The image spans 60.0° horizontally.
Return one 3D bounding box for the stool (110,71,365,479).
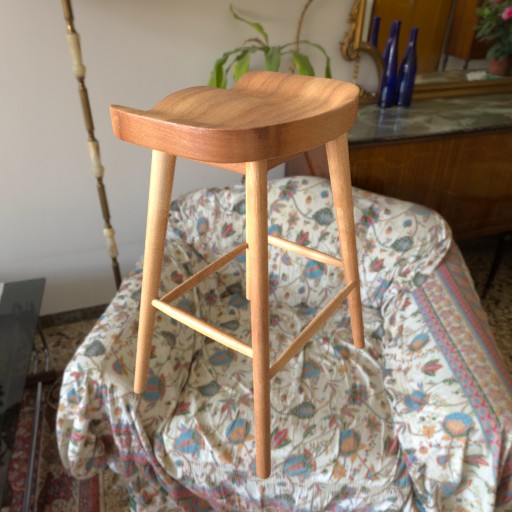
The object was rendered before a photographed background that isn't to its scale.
[{"bbox_3d":[0.000,0.000,0.880,0.361,0.615,0.440,21,37,30],"label":"stool"}]
